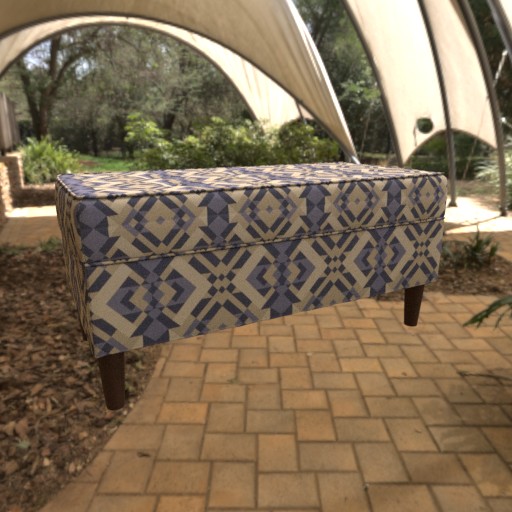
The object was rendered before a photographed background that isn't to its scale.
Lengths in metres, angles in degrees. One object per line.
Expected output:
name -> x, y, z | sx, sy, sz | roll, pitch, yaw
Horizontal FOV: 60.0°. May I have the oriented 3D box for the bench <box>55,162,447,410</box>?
bench -> 0.000, 0.000, 1.293 | 1.016, 0.477, 0.492 | -8, 18, -27
